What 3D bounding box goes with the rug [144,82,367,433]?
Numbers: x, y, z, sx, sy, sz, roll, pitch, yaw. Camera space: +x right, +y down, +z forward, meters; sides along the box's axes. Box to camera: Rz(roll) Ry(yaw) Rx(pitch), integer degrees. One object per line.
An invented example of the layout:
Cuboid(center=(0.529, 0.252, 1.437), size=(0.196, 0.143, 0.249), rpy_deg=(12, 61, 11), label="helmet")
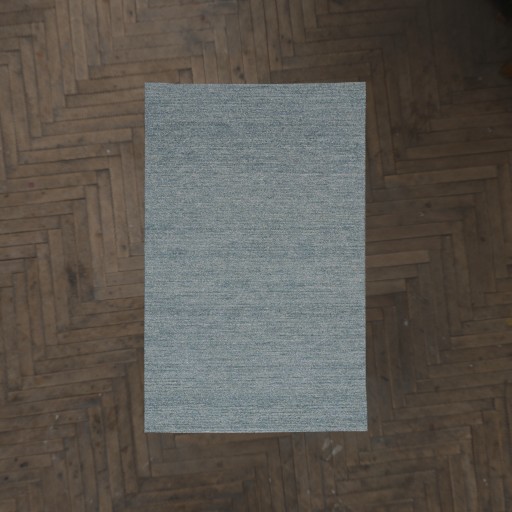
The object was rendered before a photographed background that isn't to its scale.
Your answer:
Cuboid(center=(0.000, 0.000, 2.335), size=(1.174, 0.022, 1.853), rpy_deg=(0, 89, -1), label="rug")
